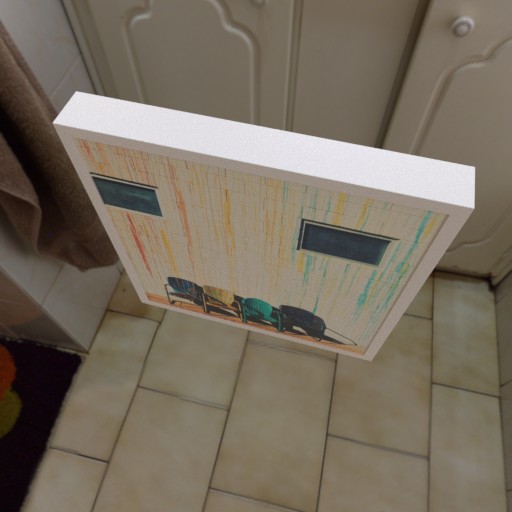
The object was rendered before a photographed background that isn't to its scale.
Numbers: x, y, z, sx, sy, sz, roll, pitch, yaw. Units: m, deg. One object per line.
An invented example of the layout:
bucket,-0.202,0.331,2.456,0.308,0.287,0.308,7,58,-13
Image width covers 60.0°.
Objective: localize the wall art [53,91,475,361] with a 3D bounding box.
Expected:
wall art,0.000,0.000,0.448,0.305,0.305,0.038,13,59,8
